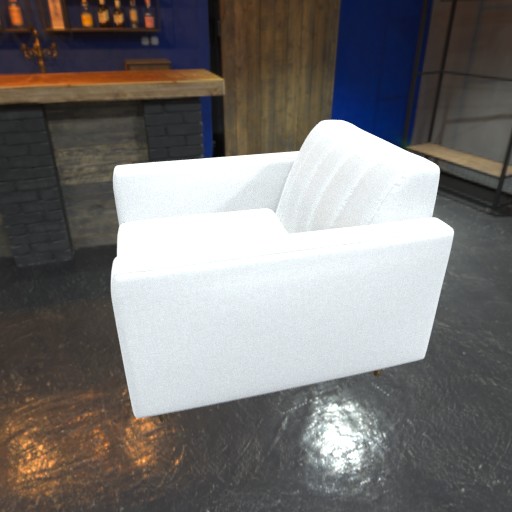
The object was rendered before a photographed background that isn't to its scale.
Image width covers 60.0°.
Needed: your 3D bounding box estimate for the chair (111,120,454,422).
[{"bbox_3d":[0.000,0.000,1.651,0.998,0.819,0.953,-8,30,-13],"label":"chair"}]
